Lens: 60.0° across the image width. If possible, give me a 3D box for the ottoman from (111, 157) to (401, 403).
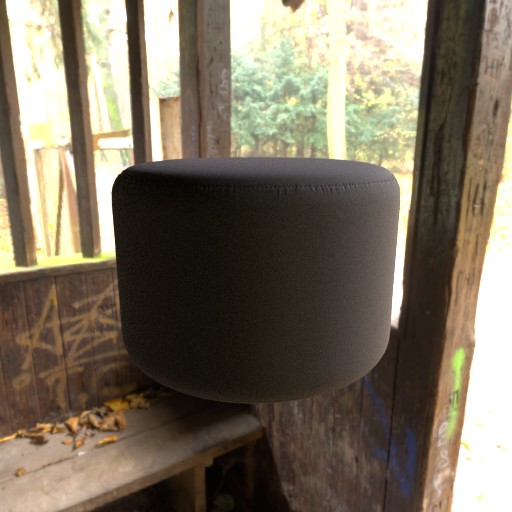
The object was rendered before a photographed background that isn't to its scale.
[{"bbox_3d":[0.000,0.000,1.010,0.608,0.433,0.608,0,14,0],"label":"ottoman"}]
